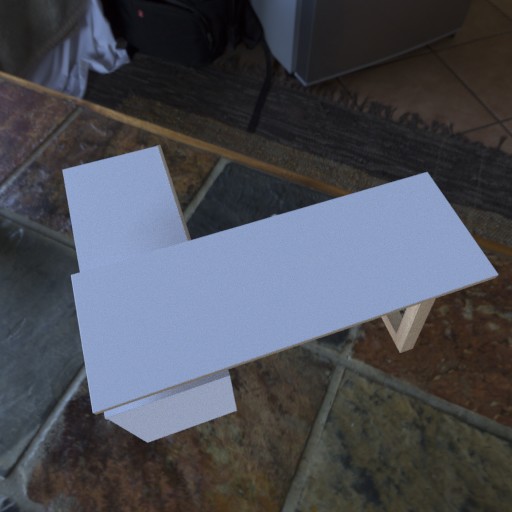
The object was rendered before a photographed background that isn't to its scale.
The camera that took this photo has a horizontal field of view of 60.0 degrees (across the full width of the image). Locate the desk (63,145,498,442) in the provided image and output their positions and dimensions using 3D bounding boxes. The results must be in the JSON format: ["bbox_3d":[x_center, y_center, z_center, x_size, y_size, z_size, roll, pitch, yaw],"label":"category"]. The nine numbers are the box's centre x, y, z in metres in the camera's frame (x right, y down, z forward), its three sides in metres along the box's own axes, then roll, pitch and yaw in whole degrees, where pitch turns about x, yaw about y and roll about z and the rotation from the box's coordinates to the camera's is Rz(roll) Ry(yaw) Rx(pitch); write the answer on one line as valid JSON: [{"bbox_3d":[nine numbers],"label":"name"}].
[{"bbox_3d":[0.000,0.000,2.010,1.404,0.755,1.098,-17,62,-9],"label":"desk"}]
